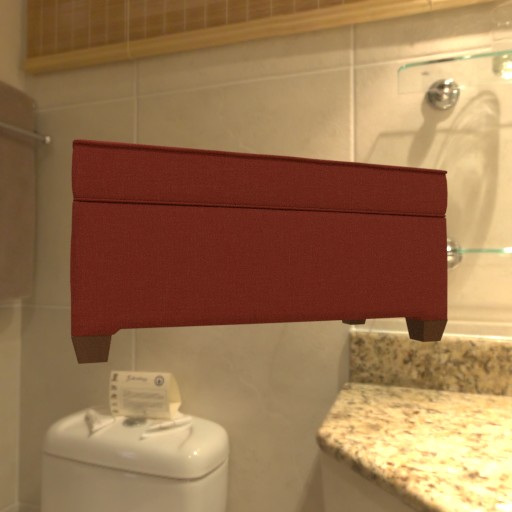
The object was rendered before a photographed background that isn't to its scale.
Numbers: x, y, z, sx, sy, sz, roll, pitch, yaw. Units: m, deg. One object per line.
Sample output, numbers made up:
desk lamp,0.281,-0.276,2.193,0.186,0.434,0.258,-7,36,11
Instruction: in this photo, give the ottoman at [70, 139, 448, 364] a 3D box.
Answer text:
ottoman,0.000,0.000,1.241,0.948,0.454,0.497,1,-2,-18
